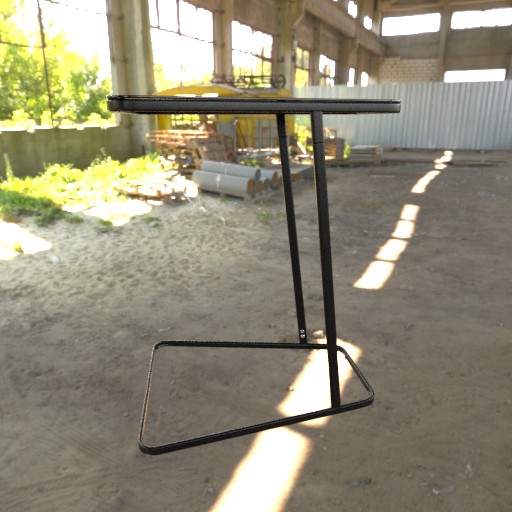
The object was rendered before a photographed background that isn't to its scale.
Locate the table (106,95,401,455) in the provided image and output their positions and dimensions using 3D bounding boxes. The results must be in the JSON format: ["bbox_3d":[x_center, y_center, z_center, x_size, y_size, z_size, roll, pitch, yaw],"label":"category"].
[{"bbox_3d":[0.000,0.000,0.948,0.500,0.624,0.427,-2,17,-8],"label":"table"}]
